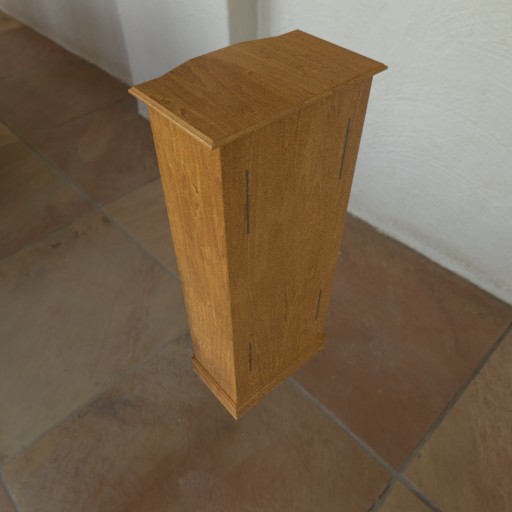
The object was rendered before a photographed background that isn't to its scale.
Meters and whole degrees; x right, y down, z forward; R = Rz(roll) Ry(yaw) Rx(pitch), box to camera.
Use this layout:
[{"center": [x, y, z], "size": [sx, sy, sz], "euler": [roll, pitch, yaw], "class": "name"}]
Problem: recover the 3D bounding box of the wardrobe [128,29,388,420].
[{"center": [0.000, 0.000, 1.137], "size": [0.406, 0.959, 0.273], "euler": [-32, 55, -27], "class": "wardrobe"}]
